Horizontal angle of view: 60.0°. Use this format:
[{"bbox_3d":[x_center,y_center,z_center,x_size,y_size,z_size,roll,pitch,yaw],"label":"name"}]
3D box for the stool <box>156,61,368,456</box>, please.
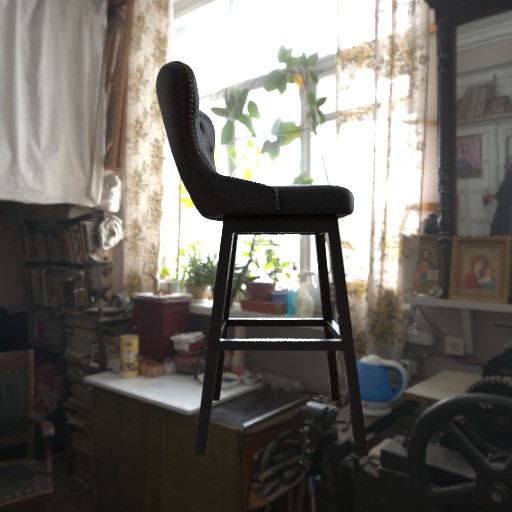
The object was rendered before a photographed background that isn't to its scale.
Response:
[{"bbox_3d":[0.000,0.000,1.385,0.601,1.050,0.528,0,1,0],"label":"stool"}]
